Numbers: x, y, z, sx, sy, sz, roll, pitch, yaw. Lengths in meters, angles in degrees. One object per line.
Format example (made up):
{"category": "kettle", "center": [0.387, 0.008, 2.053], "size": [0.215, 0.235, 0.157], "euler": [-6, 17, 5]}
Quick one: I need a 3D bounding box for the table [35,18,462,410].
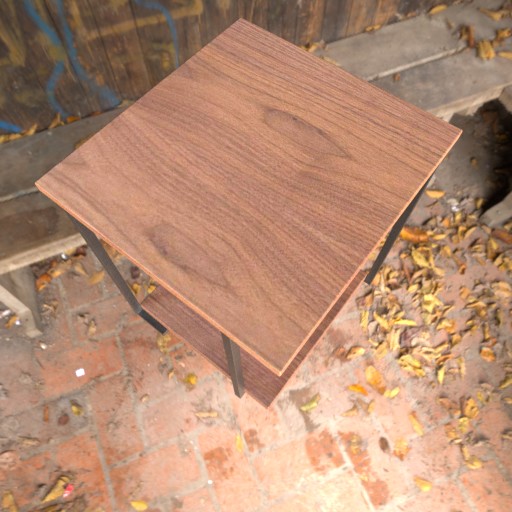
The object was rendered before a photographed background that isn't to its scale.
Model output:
{"category": "table", "center": [0.000, 0.000, 0.825], "size": [0.384, 0.567, 0.411], "euler": [35, 68, 16]}
